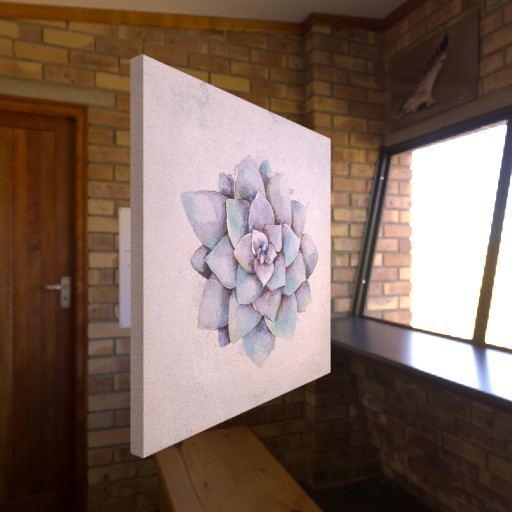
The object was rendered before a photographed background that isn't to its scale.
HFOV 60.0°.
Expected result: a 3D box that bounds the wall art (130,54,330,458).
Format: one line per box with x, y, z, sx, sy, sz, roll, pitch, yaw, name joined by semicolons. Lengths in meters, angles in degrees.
0.000;0.000;1.150;0.038;0.762;0.762;0;0;37;wall art
